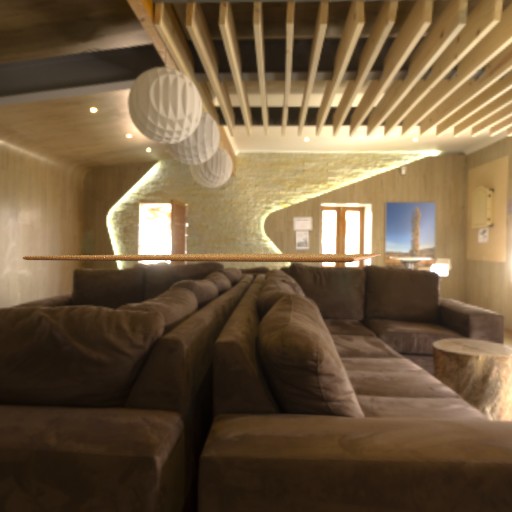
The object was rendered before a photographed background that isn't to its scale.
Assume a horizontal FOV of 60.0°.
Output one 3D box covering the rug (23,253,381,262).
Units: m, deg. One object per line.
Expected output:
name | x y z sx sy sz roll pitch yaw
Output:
rug | 0.000 0.000 2.078 1.078 0.013 1.678 0 1 18
